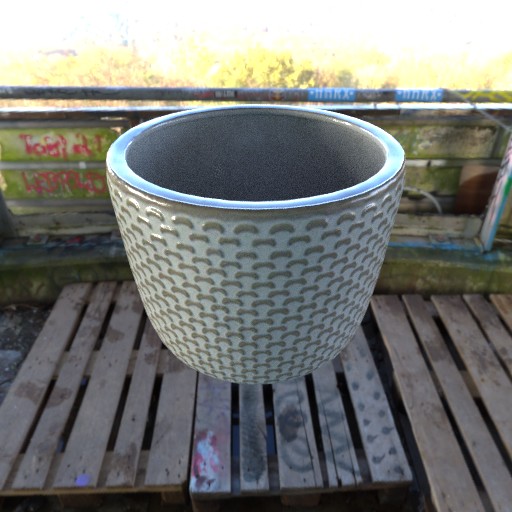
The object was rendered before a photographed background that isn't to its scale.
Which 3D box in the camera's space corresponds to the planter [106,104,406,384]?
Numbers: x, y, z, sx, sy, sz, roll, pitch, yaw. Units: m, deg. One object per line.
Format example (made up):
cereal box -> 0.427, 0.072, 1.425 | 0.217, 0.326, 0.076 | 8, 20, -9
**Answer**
planter -> 0.000, 0.000, 0.304 | 0.173, 0.160, 0.173 | 0, 34, 0
